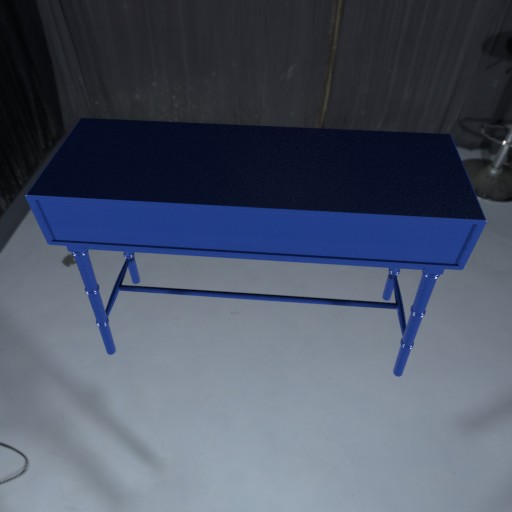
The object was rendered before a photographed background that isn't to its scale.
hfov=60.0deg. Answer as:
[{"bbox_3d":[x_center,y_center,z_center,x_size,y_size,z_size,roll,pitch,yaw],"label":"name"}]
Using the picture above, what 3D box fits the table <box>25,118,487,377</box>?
[{"bbox_3d":[0.000,0.000,1.470,1.118,0.749,0.399,4,46,3],"label":"table"}]
